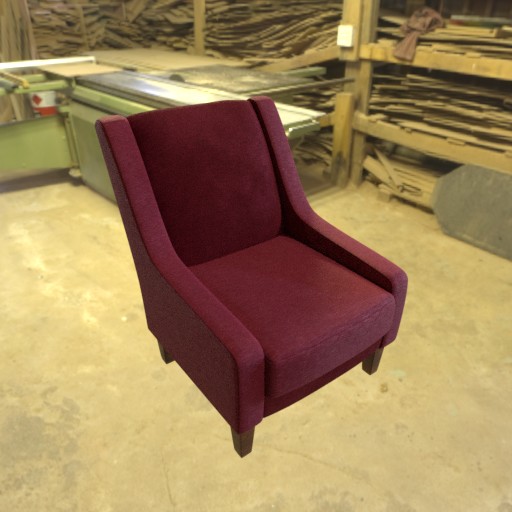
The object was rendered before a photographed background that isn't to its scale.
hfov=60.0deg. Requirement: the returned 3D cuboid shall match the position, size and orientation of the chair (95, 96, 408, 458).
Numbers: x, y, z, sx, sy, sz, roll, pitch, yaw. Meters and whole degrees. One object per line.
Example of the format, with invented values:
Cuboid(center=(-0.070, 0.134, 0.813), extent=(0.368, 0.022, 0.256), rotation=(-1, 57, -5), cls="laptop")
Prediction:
Cuboid(center=(0.000, 0.000, 1.740), extent=(0.793, 1.017, 0.985), rotation=(-20, 35, -31), cls="chair")
